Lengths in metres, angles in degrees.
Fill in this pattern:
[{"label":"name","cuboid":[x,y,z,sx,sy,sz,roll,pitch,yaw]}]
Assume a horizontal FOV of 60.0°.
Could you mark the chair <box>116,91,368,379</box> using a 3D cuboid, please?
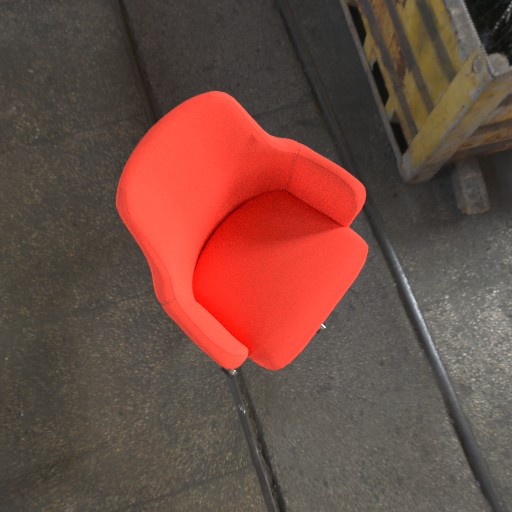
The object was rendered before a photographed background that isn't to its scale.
[{"label":"chair","cuboid":[0.000,0.000,1.270,0.600,0.820,0.655,37,79,9]}]
